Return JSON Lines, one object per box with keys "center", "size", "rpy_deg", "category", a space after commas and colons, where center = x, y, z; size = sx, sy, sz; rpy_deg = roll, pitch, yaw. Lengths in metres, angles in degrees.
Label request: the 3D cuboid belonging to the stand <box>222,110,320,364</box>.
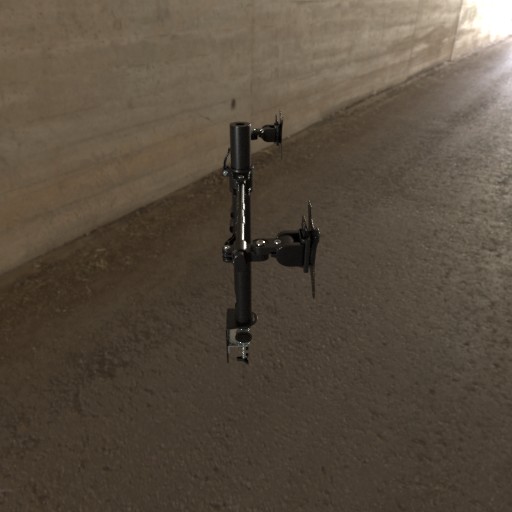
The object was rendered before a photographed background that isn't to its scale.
{"center": [0.000, 0.000, 1.026], "size": [0.150, 0.603, 0.743], "rpy_deg": [-1, 30, -1], "category": "stand"}
